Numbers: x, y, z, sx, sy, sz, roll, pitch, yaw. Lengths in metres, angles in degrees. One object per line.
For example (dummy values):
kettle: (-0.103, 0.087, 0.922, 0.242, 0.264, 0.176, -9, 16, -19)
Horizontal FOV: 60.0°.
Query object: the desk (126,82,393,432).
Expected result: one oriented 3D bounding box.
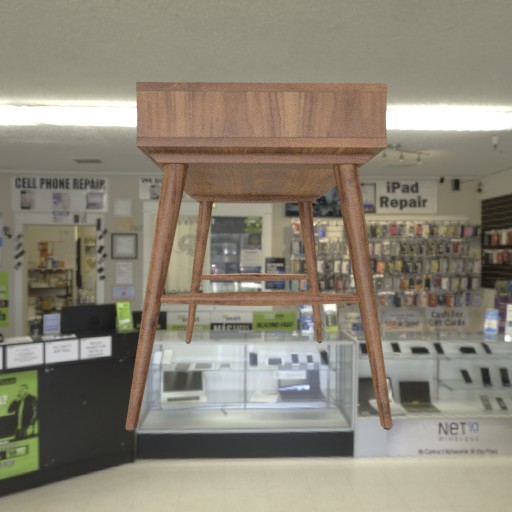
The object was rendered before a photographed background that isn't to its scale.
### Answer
desk: (0.000, 0.000, 1.435, 0.588, 0.758, 0.949, 0, 1, -1)
